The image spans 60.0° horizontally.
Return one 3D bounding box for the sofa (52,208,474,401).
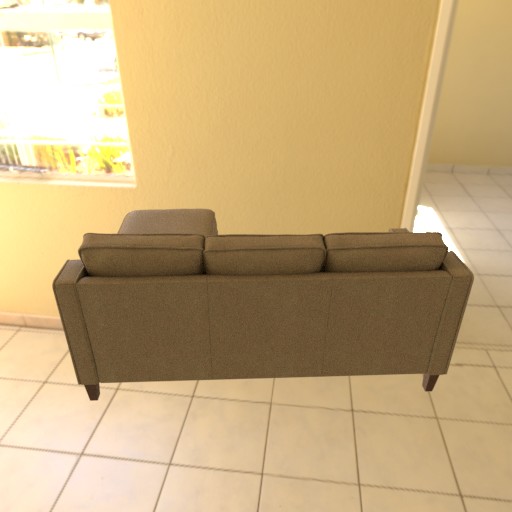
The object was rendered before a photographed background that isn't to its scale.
[{"bbox_3d":[0.000,0.000,3.355,2.317,1.081,1.858,-1,29,-2],"label":"sofa"}]
